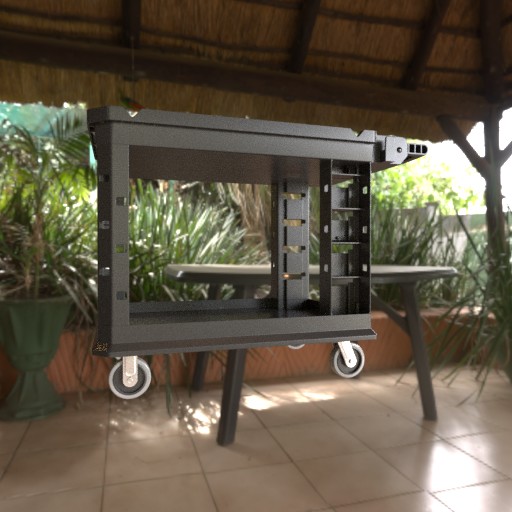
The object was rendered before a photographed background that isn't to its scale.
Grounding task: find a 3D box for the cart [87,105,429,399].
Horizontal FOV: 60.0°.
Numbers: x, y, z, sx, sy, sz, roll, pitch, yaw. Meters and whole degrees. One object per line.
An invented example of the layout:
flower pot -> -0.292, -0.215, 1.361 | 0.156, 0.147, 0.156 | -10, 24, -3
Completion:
cart -> 0.000, 0.000, 1.780 | 1.239, 0.884, 0.674 | 0, 1, -18
